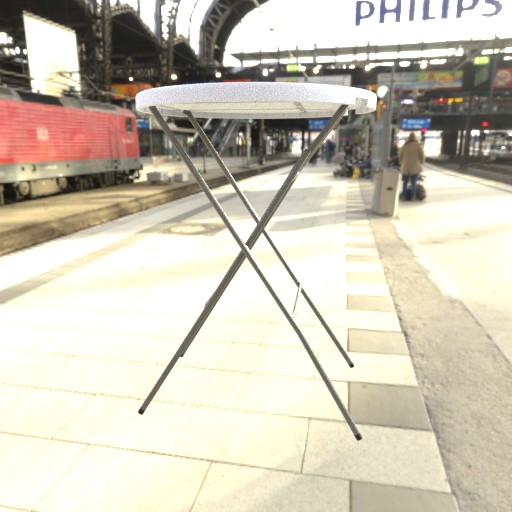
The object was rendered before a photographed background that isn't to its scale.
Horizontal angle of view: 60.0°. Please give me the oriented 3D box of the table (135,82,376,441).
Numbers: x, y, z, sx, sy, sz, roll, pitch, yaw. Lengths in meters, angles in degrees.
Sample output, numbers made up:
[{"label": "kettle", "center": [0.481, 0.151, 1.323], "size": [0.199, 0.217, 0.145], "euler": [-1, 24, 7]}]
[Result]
[{"label": "table", "center": [0.000, 0.000, 1.637], "size": [0.795, 1.105, 0.792], "euler": [2, 14, 9]}]
